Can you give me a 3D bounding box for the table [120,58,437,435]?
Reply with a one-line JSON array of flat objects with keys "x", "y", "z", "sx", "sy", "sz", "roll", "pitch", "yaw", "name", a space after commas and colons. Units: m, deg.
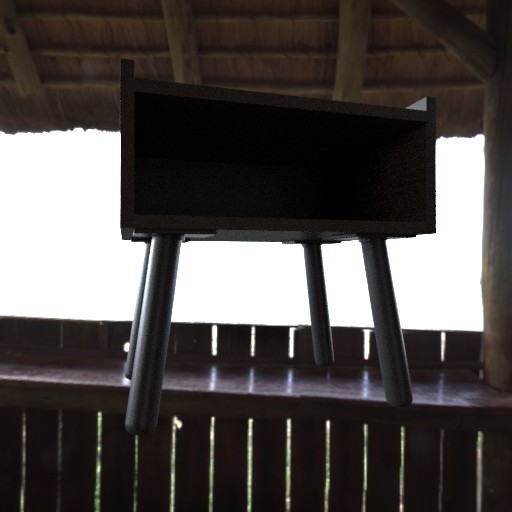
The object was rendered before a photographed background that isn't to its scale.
[{"x": 0.000, "y": 0.000, "z": 0.771, "sx": 0.450, "sy": 0.470, "sz": 0.370, "roll": 0, "pitch": -1, "yaw": -17, "name": "table"}]
